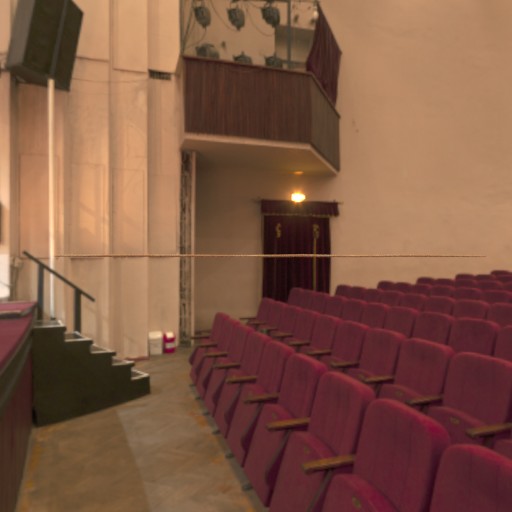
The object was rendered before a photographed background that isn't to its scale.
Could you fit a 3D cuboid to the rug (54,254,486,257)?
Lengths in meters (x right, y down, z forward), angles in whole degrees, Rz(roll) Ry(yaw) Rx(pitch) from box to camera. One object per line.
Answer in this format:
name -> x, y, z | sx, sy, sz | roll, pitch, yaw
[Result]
rug -> 0.000, 0.000, 2.782 | 2.135, 0.013, 1.524 | 0, 0, -16
